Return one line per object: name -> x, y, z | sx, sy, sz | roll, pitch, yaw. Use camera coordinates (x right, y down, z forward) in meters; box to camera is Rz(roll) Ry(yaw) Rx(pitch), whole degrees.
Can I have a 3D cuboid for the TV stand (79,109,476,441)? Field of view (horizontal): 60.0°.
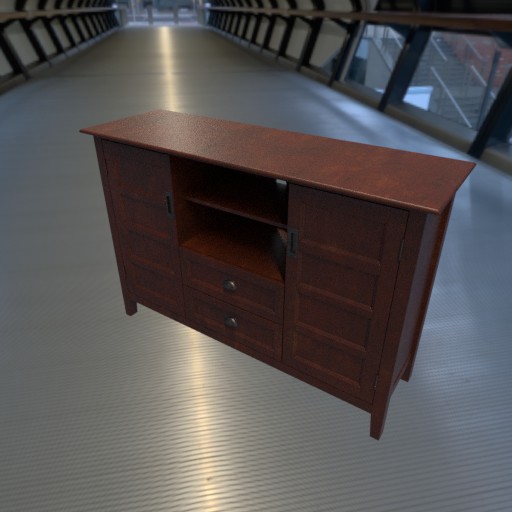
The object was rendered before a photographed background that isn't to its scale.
TV stand -> 0.000, 0.000, 1.792 | 1.372, 0.915, 0.445 | 19, 35, 29
